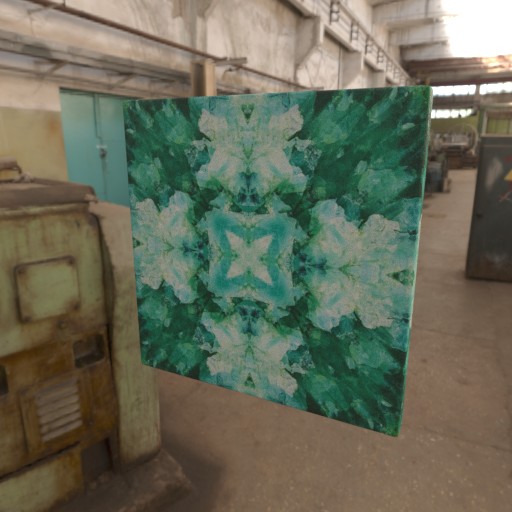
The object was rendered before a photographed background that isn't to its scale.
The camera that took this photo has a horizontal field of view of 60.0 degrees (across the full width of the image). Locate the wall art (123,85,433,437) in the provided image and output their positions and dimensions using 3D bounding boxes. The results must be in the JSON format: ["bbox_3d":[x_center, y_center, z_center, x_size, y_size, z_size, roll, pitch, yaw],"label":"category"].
[{"bbox_3d":[0.000,0.000,0.741,0.507,0.508,0.038,7,16,26],"label":"wall art"}]
